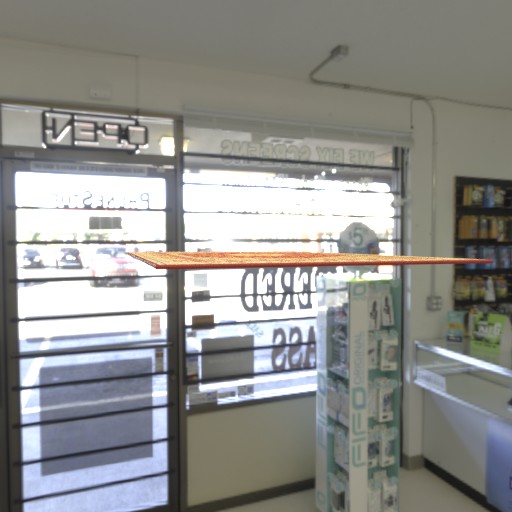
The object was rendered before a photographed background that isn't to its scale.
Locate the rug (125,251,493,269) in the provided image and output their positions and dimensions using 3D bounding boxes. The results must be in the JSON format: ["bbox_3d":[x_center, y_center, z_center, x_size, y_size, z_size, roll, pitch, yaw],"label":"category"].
[{"bbox_3d":[0.000,0.000,2.249,1.194,0.013,1.802,-1,2,-19],"label":"rug"}]
